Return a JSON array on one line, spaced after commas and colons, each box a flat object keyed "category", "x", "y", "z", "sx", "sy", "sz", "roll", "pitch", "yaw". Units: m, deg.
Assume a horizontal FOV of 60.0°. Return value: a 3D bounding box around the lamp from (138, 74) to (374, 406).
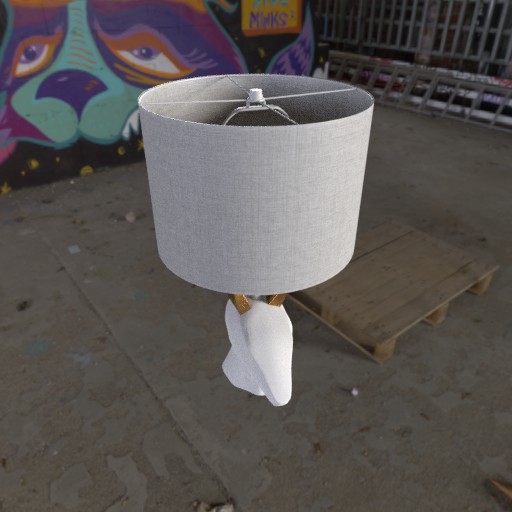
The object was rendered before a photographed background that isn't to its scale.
[{"category": "lamp", "x": 0.000, "y": 0.000, "z": 0.703, "sx": 0.298, "sy": 0.503, "sz": 0.298, "roll": -10, "pitch": 33, "yaw": -15}]
